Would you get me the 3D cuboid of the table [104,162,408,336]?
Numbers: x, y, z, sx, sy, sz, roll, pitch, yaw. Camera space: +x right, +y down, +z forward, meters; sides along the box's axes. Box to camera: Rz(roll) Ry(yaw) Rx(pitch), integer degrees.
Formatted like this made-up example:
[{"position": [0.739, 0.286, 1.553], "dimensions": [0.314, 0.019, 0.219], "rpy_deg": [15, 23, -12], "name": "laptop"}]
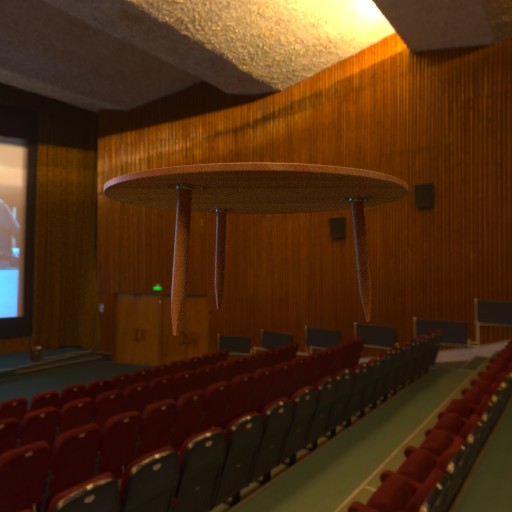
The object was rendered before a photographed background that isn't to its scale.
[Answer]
[{"position": [0.000, 0.000, 1.383], "dimensions": [0.900, 0.400, 0.900], "rpy_deg": [0, 0, 0], "name": "table"}]
